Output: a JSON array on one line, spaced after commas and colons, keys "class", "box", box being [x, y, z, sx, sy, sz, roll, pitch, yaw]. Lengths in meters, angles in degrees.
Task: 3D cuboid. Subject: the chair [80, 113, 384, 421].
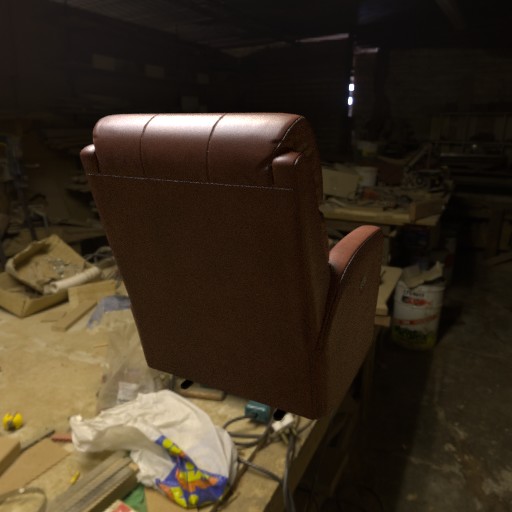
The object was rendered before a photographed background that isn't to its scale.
[{"class": "chair", "box": [0.000, 0.000, 1.676, 0.787, 1.016, 0.939, 9, 19, 27]}]
